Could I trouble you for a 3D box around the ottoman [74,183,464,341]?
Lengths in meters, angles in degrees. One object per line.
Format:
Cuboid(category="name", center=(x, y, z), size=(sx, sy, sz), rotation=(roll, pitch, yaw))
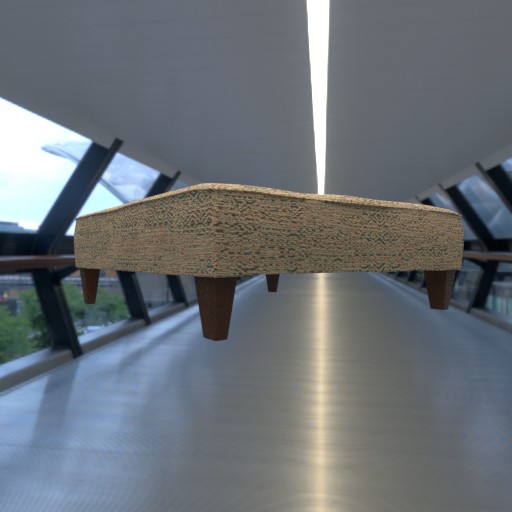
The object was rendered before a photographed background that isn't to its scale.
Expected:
Cuboid(category="ottoman", center=(0.000, 0.000, 1.560), size=(0.968, 0.356, 1.004), rotation=(0, 0, -37))
